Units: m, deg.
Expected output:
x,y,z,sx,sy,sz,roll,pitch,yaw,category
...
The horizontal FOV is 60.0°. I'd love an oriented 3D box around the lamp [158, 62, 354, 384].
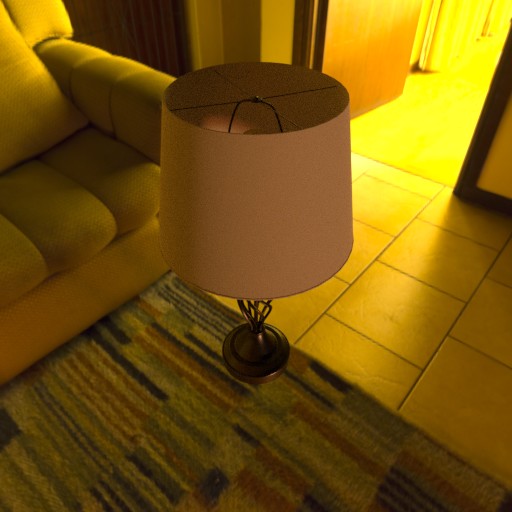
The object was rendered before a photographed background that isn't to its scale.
x,y,z,sx,sy,sz,roll,pitch,yaw,category
0.000,0.000,0.800,0.331,0.594,0.331,0,41,0,lamp
